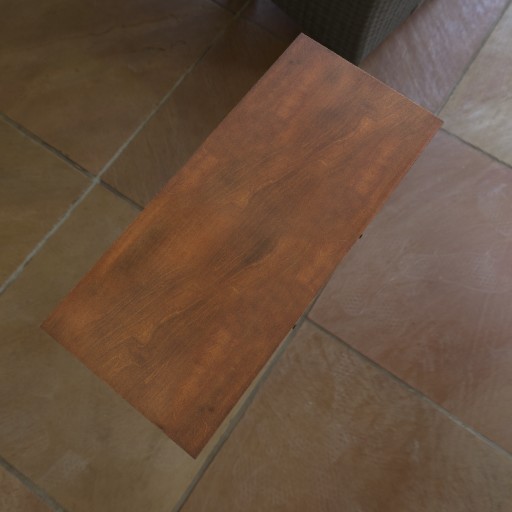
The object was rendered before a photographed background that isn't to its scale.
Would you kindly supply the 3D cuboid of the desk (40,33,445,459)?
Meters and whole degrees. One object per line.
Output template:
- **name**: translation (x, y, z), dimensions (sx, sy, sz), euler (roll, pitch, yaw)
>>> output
- **desk**: translation (0.000, 0.000, 1.551), dimensions (0.508, 0.762, 1.117), euler (36, 77, 9)
